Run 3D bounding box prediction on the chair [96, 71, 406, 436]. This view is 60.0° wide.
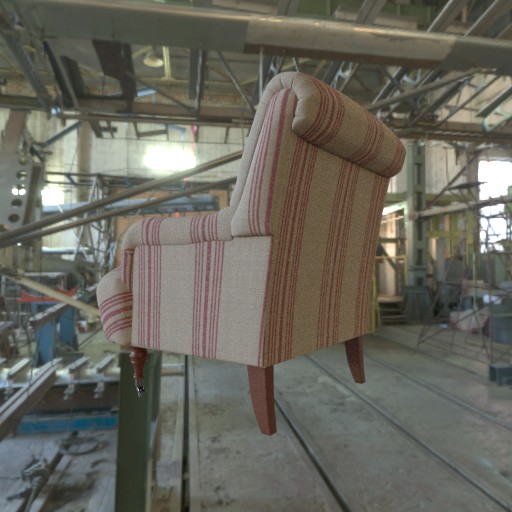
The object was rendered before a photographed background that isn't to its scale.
[{"bbox_3d":[0.000,0.000,1.876,1.058,1.123,0.933,-1,-1,36],"label":"chair"}]
